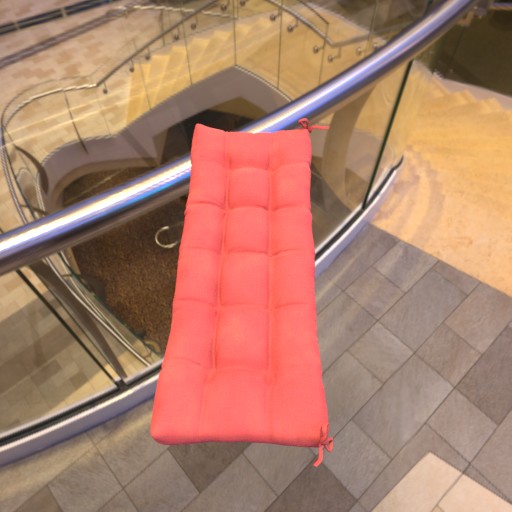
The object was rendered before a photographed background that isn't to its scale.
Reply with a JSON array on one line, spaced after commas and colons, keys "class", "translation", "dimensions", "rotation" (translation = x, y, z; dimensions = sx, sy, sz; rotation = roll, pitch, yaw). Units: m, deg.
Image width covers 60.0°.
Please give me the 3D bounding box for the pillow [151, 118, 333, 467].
[{"class": "pillow", "translation": [0.000, 0.000, 1.396], "dimensions": [0.511, 0.174, 1.194], "rotation": [1, 57, 1]}]
